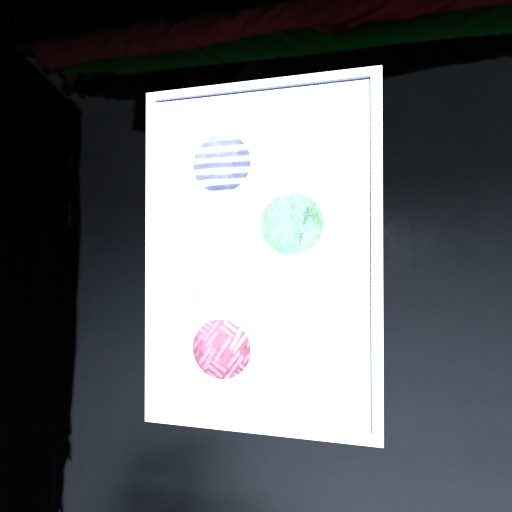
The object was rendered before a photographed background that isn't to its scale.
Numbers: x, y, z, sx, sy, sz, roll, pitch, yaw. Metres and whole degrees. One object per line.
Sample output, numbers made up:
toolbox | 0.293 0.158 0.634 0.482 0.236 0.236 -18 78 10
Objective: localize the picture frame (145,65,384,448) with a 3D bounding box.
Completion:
picture frame | 0.000 0.000 0.830 0.457 0.657 0.013 0 -1 16
